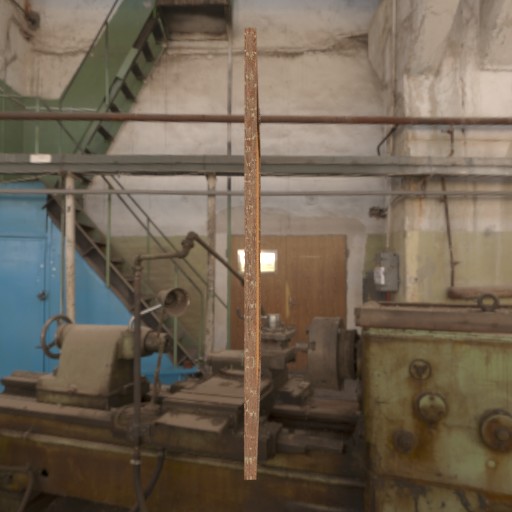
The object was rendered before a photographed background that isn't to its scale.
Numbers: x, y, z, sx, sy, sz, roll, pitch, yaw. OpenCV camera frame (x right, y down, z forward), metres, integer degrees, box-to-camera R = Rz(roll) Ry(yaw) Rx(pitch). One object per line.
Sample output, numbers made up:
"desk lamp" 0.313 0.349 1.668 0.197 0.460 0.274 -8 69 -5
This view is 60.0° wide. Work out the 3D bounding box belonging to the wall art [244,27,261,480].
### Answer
"wall art" 0.000 0.000 0.568 0.012 0.384 0.384 0 -1 1
